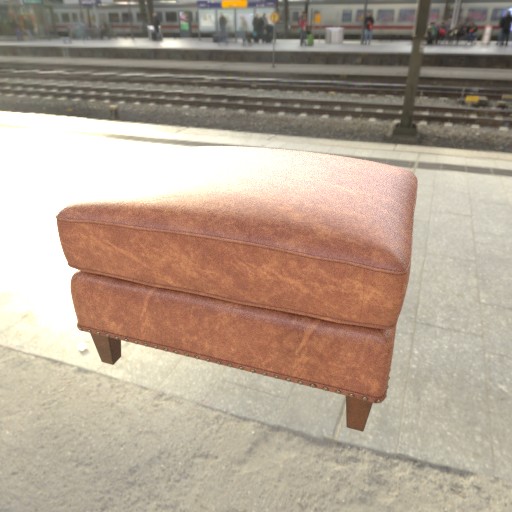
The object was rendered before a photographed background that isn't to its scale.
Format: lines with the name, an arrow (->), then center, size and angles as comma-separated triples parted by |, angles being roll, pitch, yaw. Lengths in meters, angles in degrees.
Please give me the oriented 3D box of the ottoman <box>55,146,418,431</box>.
ottoman -> 0.000, 0.000, 1.154 | 0.742, 0.486, 0.586 | 9, 29, 17
